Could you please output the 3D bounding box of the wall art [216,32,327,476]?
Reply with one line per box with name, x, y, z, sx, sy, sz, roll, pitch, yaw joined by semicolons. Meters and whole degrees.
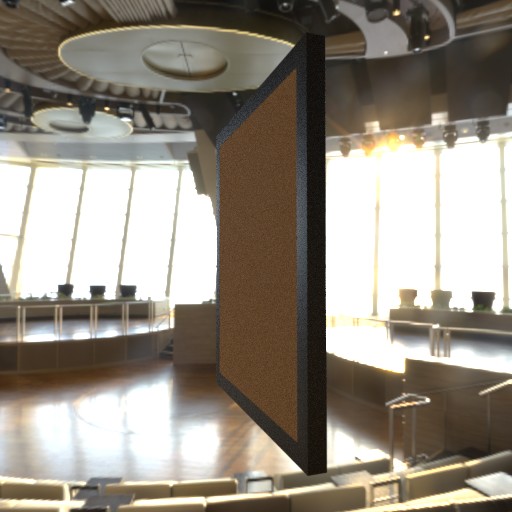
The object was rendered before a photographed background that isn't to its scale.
wall art;0.000;0.000;0.716;0.025;0.508;0.432;1;-2;-19
